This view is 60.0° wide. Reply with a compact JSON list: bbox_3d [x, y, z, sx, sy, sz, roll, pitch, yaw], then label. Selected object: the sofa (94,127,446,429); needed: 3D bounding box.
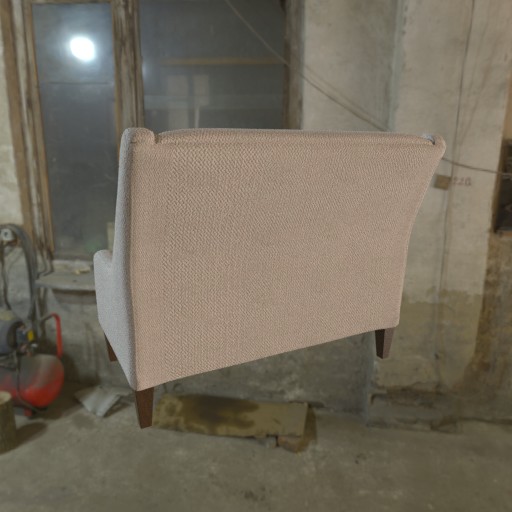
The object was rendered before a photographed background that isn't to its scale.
[{"bbox_3d":[0.000,0.000,1.909,1.242,1.022,0.870,-7,16,-27],"label":"sofa"}]
